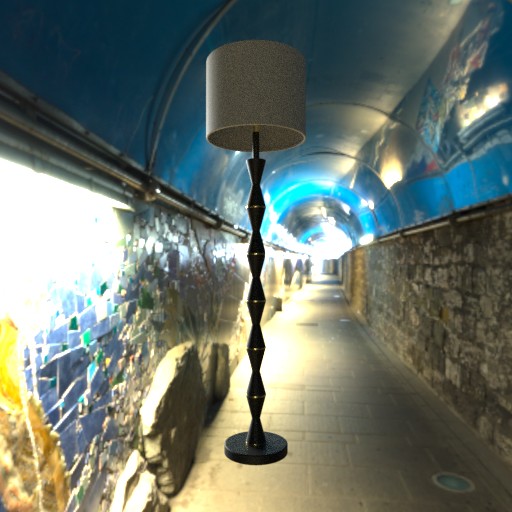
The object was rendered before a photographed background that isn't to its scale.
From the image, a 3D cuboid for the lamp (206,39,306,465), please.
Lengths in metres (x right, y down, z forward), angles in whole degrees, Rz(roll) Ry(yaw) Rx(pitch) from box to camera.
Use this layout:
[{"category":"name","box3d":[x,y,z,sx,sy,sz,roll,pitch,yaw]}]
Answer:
[{"category":"lamp","box3d":[0.000,0.000,1.696,0.381,1.480,0.381,0,-1,19]}]
